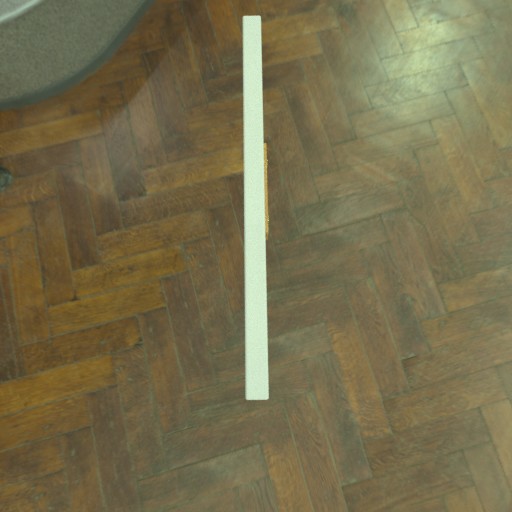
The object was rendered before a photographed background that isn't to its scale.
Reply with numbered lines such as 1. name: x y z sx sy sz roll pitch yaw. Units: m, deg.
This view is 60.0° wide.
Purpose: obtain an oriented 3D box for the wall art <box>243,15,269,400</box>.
1. wall art: 0.000 0.000 1.307 0.045 1.014 0.759 -1 75 0
